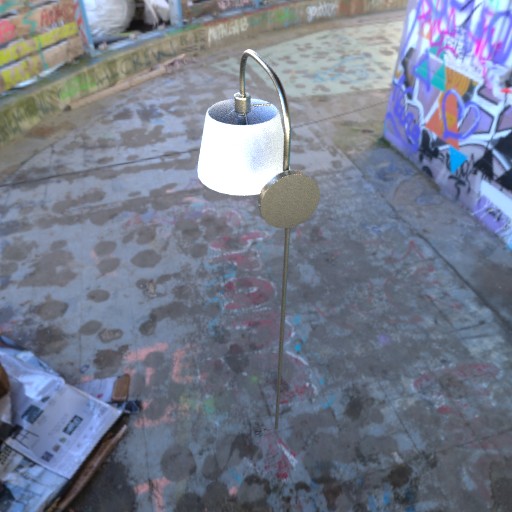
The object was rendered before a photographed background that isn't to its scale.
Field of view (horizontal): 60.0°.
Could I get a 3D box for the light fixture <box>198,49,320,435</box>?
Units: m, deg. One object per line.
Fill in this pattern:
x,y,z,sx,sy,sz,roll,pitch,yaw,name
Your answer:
0.000,0.000,0.462,0.092,0.399,0.176,-11,41,-13,light fixture
